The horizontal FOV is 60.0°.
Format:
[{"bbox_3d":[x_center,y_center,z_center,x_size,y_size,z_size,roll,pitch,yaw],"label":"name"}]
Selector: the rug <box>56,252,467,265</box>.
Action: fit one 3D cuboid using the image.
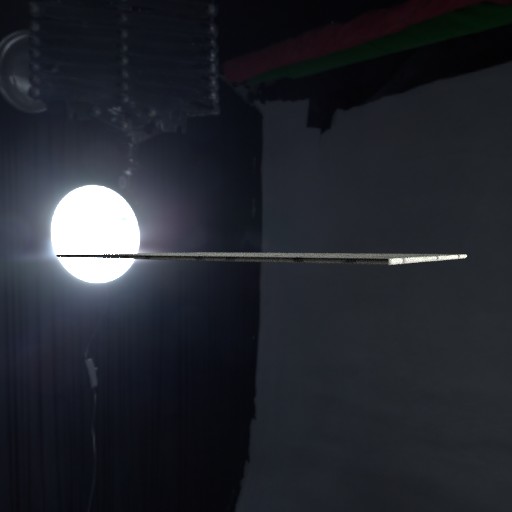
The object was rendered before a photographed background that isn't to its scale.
[{"bbox_3d":[0.000,0.000,2.989,2.348,0.024,1.501,1,1,36],"label":"rug"}]
